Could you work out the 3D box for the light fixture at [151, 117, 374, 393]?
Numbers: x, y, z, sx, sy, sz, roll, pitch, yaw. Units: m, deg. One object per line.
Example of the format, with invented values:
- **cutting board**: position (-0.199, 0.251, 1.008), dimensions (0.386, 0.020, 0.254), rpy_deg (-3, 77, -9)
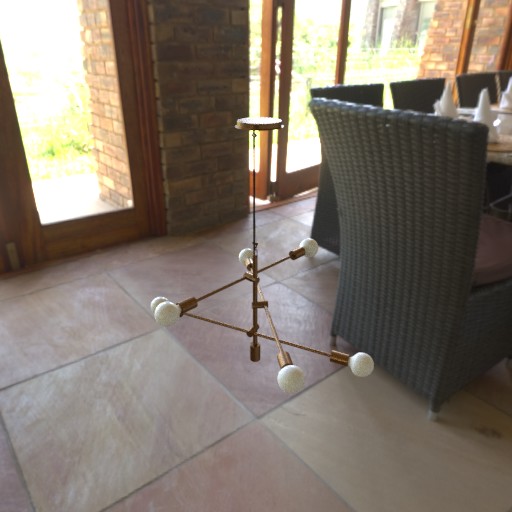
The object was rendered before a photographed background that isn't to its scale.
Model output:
- **light fixture**: position (0.000, 0.000, 1.258), dimensions (0.637, 0.744, 0.682), rpy_deg (-16, 30, -31)
